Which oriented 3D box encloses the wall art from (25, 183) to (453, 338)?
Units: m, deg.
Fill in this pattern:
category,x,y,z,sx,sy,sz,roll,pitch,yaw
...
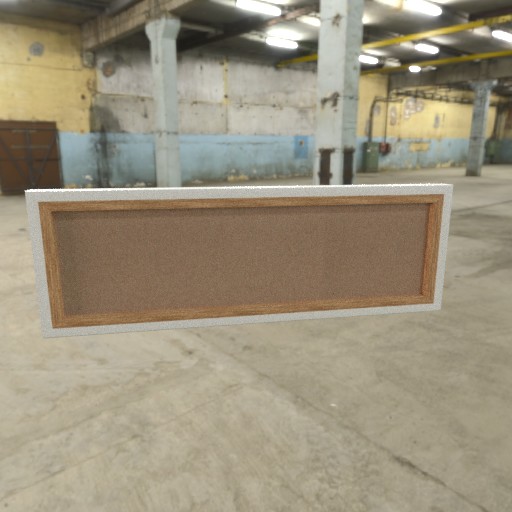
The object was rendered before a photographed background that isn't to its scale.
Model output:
category,x,y,z,sx,sy,sz,roll,pitch,yaw
wall art,0.000,0.000,0.830,0.766,0.256,0.036,-2,14,-10
